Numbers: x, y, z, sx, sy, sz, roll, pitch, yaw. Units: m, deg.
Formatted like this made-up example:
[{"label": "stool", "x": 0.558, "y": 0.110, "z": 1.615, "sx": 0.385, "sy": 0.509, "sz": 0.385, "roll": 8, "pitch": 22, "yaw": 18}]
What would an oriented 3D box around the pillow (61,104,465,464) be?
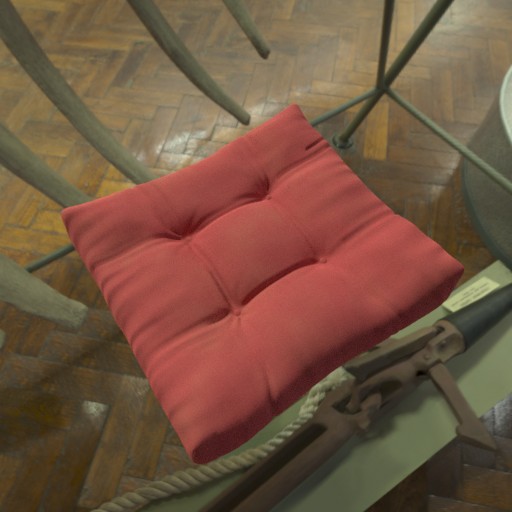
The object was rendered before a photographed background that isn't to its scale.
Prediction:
[{"label": "pillow", "x": 0.000, "y": 0.000, "z": 0.738, "sx": 0.490, "sy": 0.128, "sz": 0.468, "roll": -30, "pitch": 63, "yaw": -17}]
